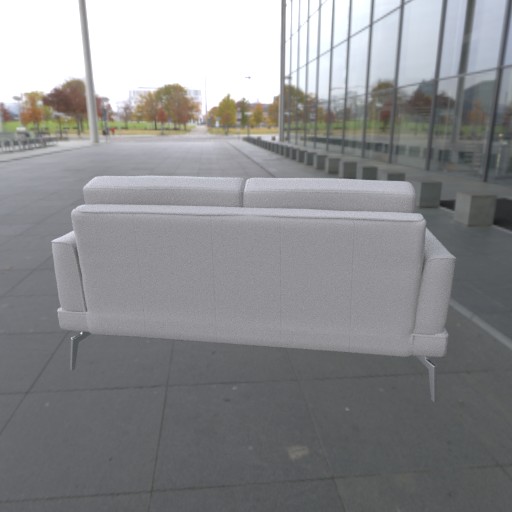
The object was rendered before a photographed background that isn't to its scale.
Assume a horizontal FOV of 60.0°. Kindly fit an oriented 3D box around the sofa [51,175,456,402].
[{"bbox_3d":[0.000,0.000,2.430,1.819,0.930,1.121,2,17,8],"label":"sofa"}]
